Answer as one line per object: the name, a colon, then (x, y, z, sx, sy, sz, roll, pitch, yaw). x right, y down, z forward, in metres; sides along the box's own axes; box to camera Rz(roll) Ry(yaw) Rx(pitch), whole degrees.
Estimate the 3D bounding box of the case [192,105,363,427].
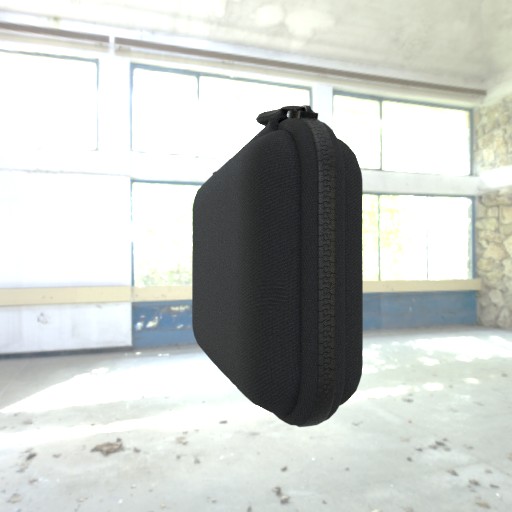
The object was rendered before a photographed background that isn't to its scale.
case: (0.000, 0.000, 0.183, 0.038, 0.105, 0.132, 0, 0, -17)
